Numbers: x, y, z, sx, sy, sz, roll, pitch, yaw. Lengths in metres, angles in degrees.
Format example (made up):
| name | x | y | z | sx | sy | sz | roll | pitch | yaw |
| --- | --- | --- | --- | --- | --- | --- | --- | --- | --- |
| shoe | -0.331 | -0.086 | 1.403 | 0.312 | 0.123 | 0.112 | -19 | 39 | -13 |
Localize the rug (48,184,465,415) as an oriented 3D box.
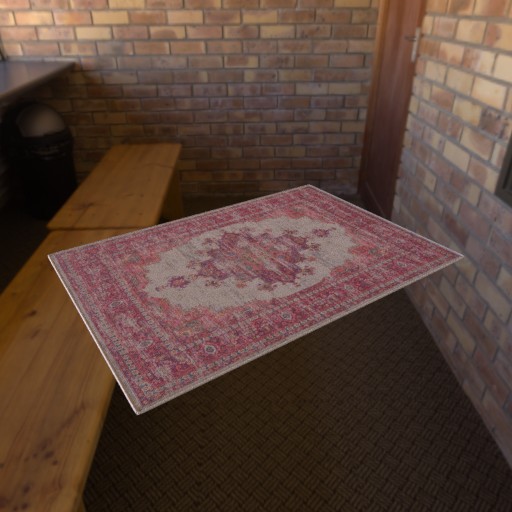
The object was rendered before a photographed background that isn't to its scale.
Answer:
| name | x | y | z | sx | sy | sz | roll | pitch | yaw |
| --- | --- | --- | --- | --- | --- | --- | --- | --- | --- |
| rug | 0.000 | 0.000 | 3.714 | 2.878 | 0.014 | 2.005 | -19 | 35 | -29 |
